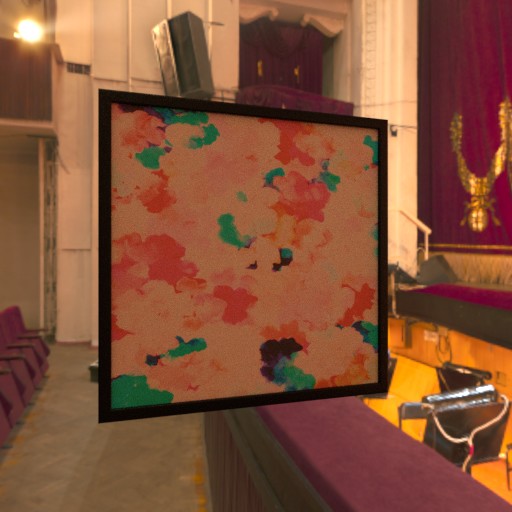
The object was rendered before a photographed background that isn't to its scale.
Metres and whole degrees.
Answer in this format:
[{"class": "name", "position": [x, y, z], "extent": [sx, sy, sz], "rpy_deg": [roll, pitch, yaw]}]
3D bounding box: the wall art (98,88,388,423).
[{"class": "wall art", "position": [0.000, 0.000, 1.129], "extent": [0.756, 0.755, 0.036], "rpy_deg": [0, 0, -18]}]
